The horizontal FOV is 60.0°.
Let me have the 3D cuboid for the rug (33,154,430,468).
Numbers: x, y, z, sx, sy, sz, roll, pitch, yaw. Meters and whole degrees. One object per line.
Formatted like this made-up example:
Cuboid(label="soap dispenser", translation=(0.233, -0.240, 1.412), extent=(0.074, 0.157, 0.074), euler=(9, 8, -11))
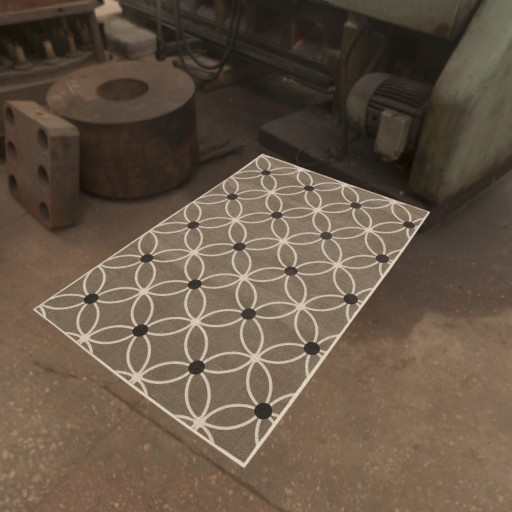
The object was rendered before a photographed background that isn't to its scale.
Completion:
Cuboid(label="rug", translation=(0.000, 0.000, 2.890), extent=(1.522, 0.008, 2.284), euler=(25, 47, 26))
